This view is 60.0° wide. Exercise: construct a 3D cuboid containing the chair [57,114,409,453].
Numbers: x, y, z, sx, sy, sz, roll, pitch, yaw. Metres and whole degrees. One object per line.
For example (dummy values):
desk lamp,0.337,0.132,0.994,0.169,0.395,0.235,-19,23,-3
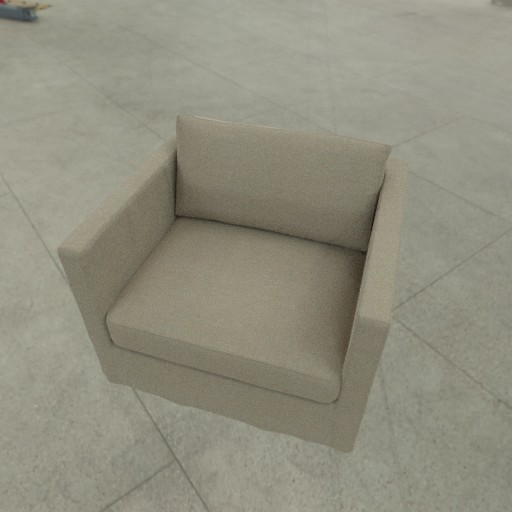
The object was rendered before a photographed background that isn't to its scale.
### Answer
chair,0.000,0.000,1.759,1.057,0.863,0.949,12,42,13
